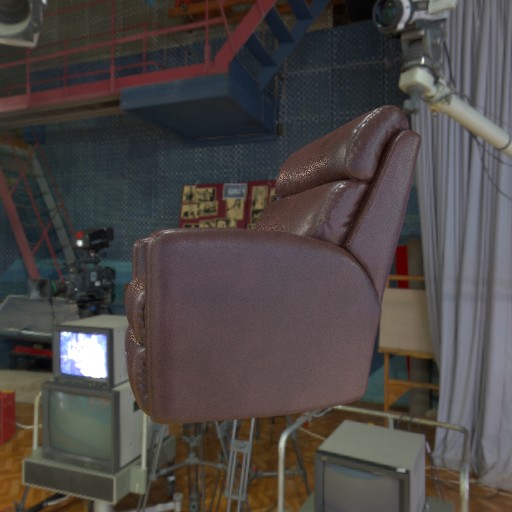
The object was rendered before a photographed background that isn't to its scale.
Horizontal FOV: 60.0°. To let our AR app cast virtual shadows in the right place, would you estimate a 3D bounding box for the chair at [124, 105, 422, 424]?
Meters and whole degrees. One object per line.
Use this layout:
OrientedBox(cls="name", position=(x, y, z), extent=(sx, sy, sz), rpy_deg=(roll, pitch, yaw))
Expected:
OrientedBox(cls="chair", position=(0.000, 0.000, 1.662), extent=(0.939, 1.016, 0.787), rpy_deg=(0, 0, -19))
